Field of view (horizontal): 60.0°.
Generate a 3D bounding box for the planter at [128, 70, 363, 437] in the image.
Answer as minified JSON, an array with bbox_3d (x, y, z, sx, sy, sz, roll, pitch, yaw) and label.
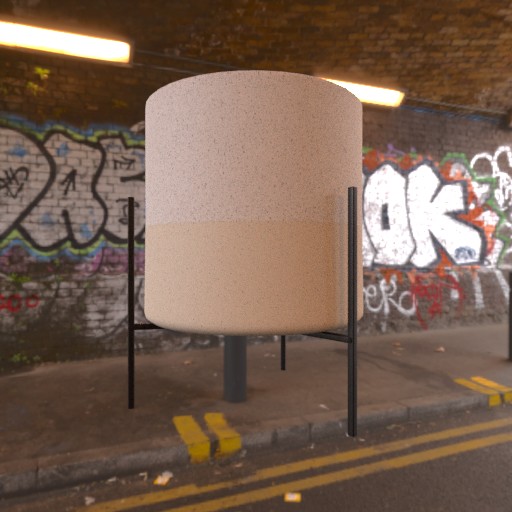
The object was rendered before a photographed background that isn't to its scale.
[{"bbox_3d":[0.000,0.000,0.663,0.313,0.423,0.335,0,0,17],"label":"planter"}]
